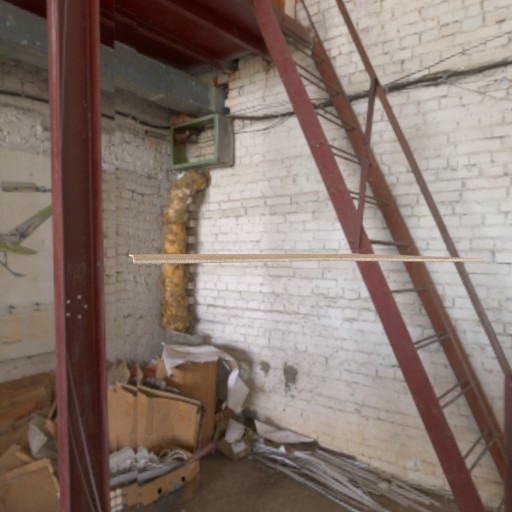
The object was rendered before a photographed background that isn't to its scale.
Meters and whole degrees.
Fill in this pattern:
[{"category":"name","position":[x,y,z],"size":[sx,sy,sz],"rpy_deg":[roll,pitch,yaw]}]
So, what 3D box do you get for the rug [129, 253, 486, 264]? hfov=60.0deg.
[{"category":"rug","position":[0.000,0.000,3.716],"size":[2.032,0.038,2.869],"rpy_deg":[0,1,-16]}]
